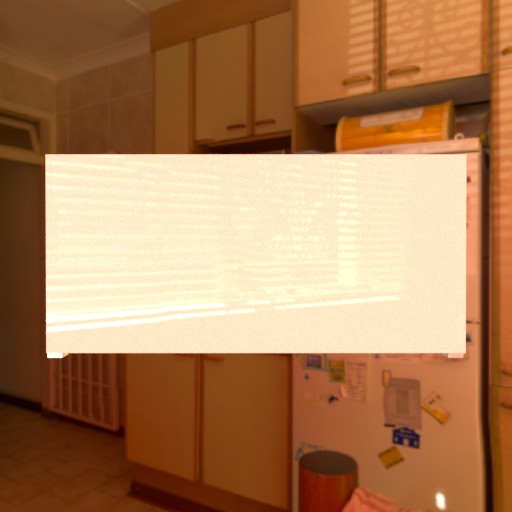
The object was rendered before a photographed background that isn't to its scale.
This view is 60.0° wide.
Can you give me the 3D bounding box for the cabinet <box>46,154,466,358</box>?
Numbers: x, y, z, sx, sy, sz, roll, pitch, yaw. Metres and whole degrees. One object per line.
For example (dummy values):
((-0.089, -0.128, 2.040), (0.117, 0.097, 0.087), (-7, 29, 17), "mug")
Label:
((0.000, 0.000, 1.941), (1.650, 0.800, 0.400), (0, 0, 0), "cabinet")
